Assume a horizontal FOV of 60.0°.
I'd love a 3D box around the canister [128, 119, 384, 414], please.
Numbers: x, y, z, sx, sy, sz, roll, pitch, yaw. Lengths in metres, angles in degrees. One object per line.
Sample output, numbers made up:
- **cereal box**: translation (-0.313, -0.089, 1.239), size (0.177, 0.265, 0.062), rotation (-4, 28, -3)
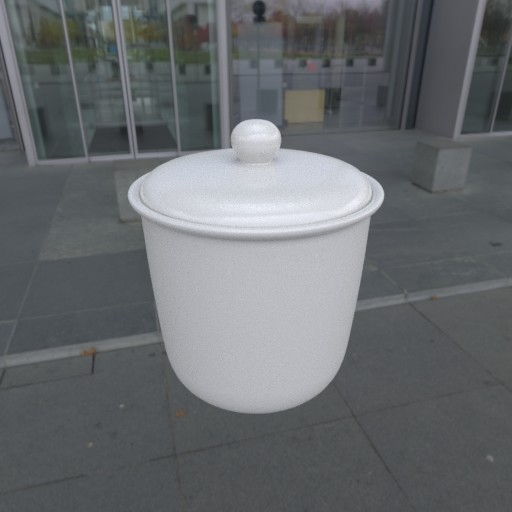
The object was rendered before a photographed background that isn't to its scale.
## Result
- **canister**: translation (0.000, 0.000, 0.350), size (0.182, 0.208, 0.182), rotation (0, 26, 0)
